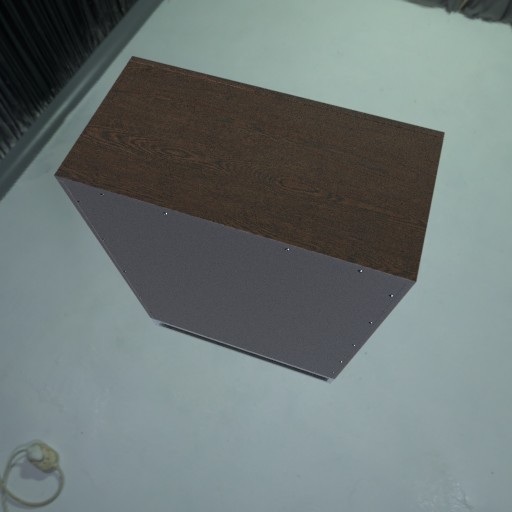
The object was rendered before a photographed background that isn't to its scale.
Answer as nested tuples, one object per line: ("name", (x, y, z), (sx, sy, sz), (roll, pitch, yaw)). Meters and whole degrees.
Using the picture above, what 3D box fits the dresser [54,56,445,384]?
("dresser", (0.000, 0.000, 1.807), (0.965, 1.321, 0.508), (17, 65, 8))
